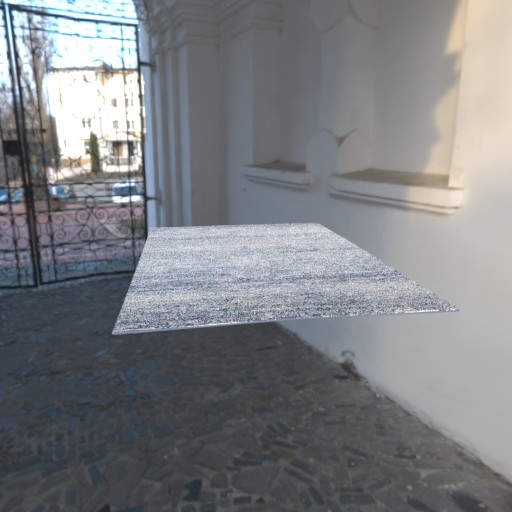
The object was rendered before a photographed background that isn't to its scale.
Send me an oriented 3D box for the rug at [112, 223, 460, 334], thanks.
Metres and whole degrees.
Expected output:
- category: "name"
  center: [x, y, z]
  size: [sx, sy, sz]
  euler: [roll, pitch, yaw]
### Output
- category: "rug"
  center: [0.000, 0.000, 3.120]
  size: [1.624, 0.030, 2.349]
  euler: [-2, 15, -9]
